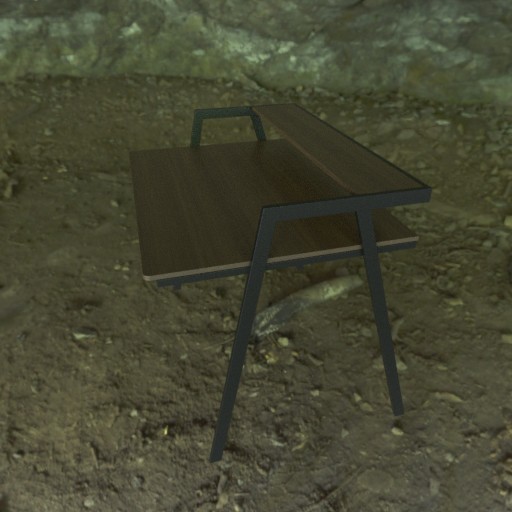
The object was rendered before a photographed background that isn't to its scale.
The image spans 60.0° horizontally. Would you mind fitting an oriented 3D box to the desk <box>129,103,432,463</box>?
[{"bbox_3d":[0.000,0.000,1.912,0.936,0.998,1.143,-8,32,-13],"label":"desk"}]
